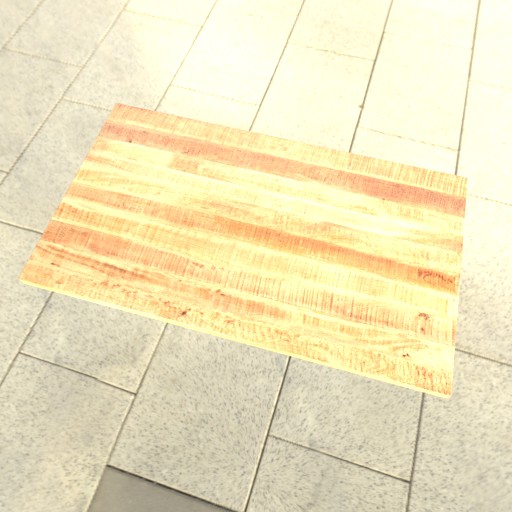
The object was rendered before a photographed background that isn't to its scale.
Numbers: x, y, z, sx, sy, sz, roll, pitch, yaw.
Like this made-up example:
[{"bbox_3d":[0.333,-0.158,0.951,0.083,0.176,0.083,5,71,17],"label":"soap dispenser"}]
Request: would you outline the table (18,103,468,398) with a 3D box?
[{"bbox_3d":[0.000,0.000,1.660,1.320,0.455,0.760,14,65,7],"label":"table"}]
